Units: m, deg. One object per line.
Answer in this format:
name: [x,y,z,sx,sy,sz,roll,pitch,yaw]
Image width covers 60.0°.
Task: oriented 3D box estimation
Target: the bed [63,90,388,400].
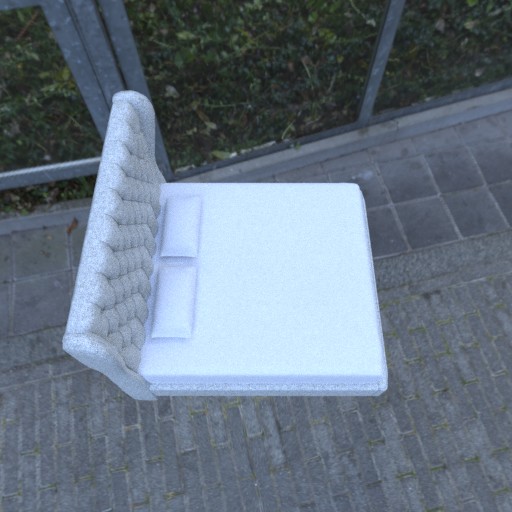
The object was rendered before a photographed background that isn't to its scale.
bed: [0.000,0.000,3.899,2.347,1.771,2.219,0,63,0]
